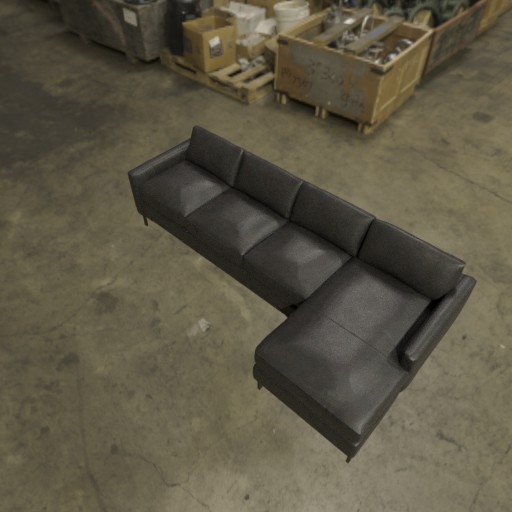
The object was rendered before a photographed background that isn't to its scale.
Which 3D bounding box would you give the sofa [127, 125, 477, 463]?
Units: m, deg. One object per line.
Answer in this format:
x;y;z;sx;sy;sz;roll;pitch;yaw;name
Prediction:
0.000;0.000;3.657;2.993;0.859;1.471;33;54;28;sofa
